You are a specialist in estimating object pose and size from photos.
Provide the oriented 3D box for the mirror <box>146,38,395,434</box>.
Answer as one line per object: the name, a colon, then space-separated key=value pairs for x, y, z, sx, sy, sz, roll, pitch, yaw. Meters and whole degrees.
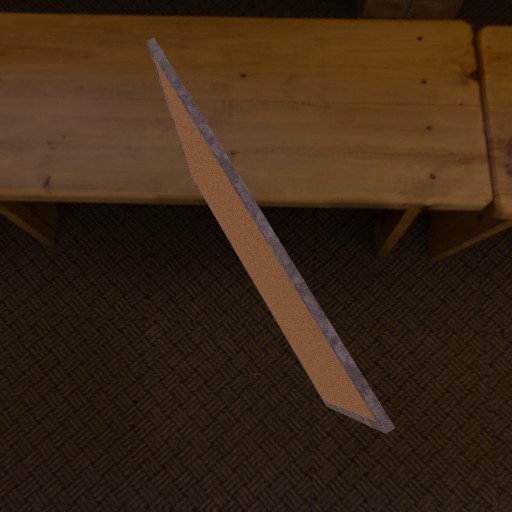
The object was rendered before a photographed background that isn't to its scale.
mirror: x=0.000 y=0.000 z=1.414 sx=0.022 sy=0.795 sz=1.101 roll=-29 pitch=77 yaw=-7
